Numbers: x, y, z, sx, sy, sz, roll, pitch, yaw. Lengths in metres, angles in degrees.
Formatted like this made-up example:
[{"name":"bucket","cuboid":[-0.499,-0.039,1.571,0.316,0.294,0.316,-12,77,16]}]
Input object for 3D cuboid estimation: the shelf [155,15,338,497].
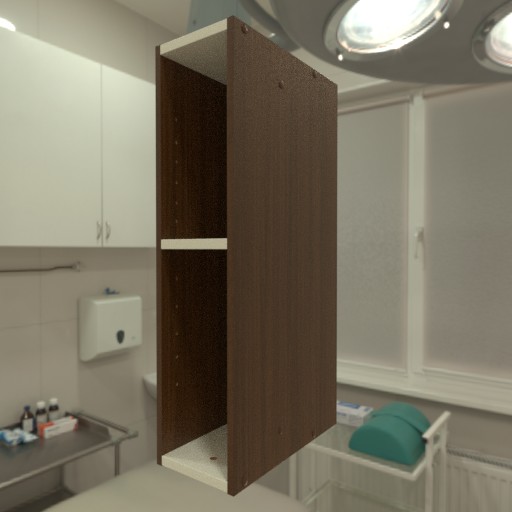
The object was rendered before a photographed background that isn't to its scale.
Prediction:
[{"name":"shelf","cuboid":[0.000,0.000,0.711,0.147,0.600,0.290,1,1,36]}]
